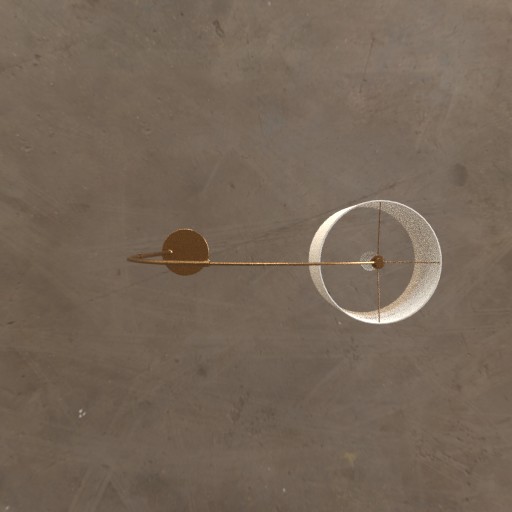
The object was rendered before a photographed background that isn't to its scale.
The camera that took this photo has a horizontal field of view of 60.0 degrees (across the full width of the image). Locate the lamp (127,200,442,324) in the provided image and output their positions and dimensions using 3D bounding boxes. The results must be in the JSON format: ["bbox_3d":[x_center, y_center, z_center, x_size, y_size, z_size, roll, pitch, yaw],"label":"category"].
[{"bbox_3d":[0.000,0.000,2.583,1.434,1.927,0.493,0,92,-2],"label":"lamp"}]
